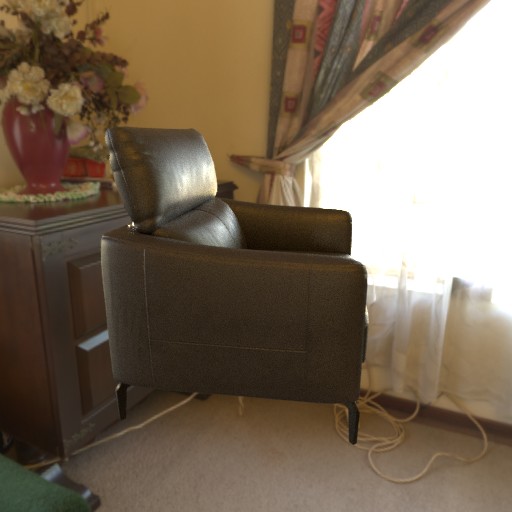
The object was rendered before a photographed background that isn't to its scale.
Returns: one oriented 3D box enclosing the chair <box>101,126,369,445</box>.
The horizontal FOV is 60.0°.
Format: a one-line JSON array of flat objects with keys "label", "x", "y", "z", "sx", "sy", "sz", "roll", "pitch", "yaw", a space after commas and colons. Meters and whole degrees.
[{"label": "chair", "x": 0.000, "y": 0.000, "z": 1.697, "sx": 0.809, "sy": 0.949, "sz": 0.976, "roll": 2, "pitch": 16, "yaw": 9}]
